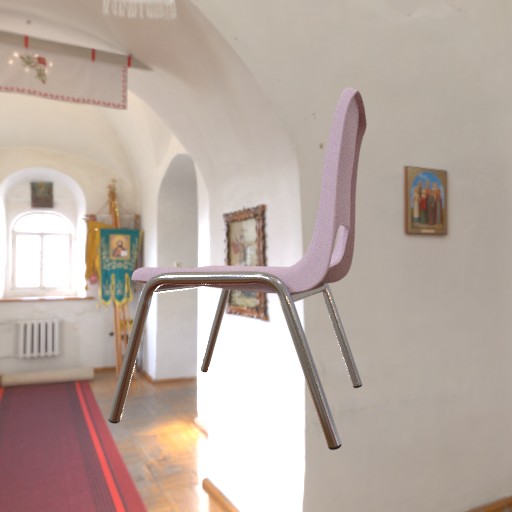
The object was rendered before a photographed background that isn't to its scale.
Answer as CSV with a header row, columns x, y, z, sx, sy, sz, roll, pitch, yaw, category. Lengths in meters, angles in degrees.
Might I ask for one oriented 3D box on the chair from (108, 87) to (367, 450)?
x,y,z,sx,sy,sz,roll,pitch,yaw,category
0.000,0.000,0.813,0.385,0.536,0.354,0,-1,19,chair
